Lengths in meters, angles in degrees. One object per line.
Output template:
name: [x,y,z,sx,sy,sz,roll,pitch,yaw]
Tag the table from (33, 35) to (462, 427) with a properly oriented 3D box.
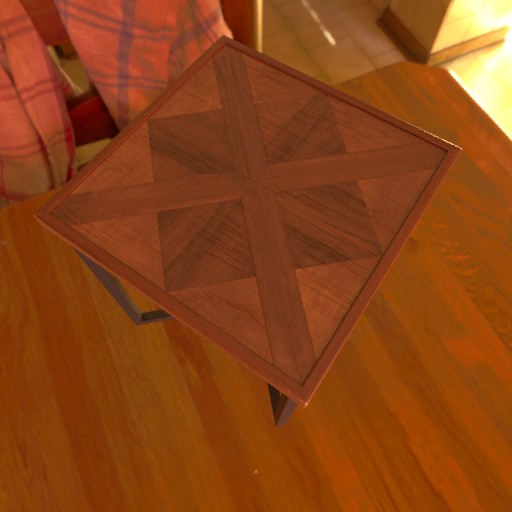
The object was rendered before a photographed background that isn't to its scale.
table: [0.000,0.000,0.973,0.503,0.563,0.503,32,68,14]
